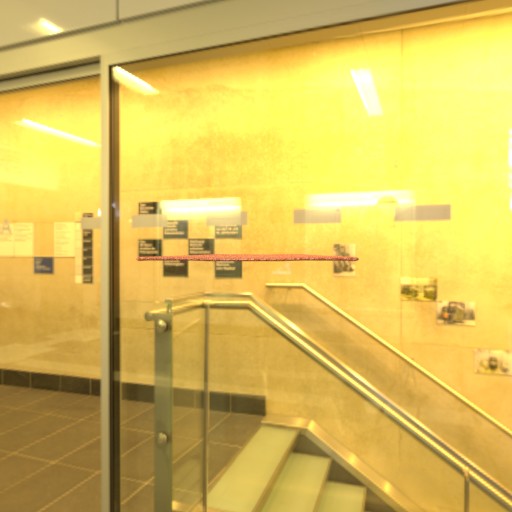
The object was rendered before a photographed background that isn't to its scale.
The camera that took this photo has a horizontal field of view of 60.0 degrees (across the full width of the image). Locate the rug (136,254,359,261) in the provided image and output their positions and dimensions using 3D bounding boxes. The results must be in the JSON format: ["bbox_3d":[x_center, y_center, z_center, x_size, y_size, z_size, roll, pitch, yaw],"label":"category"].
[{"bbox_3d":[0.000,0.000,2.500,0.687,0.012,2.307,0,0,1],"label":"rug"}]
